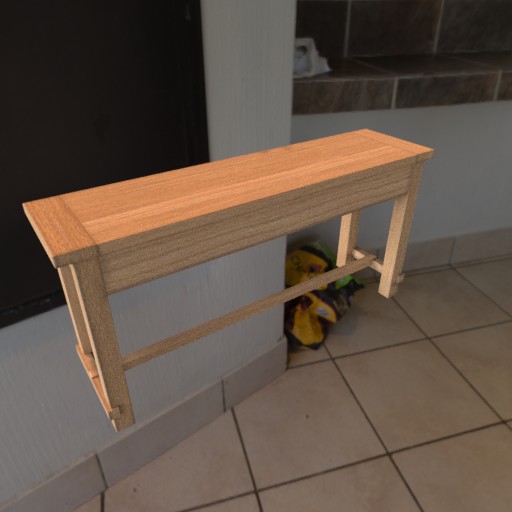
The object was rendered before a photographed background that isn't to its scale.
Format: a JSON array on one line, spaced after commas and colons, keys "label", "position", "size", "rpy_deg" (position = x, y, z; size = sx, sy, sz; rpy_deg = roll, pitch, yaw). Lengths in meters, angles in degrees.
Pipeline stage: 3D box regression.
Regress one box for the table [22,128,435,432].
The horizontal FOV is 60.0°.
[{"label": "table", "position": [0.000, 0.000, 1.902], "size": [1.599, 0.762, 0.442], "rpy_deg": [-19, 36, -29]}]
